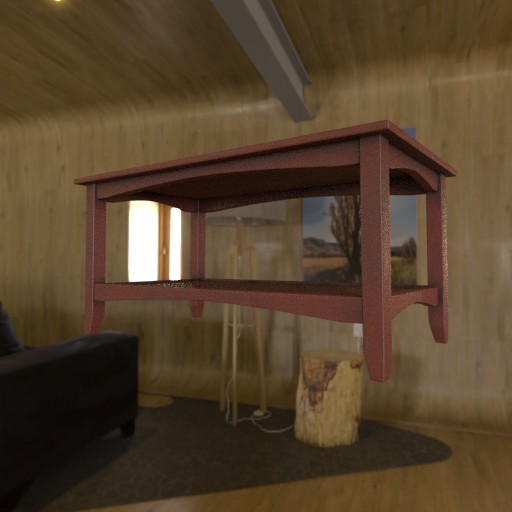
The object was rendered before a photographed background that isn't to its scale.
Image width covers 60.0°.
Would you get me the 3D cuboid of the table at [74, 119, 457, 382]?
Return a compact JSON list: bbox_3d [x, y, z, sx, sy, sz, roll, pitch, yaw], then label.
[{"bbox_3d":[0.000,0.000,1.242,0.943,0.456,0.533,0,-1,36],"label":"table"}]
